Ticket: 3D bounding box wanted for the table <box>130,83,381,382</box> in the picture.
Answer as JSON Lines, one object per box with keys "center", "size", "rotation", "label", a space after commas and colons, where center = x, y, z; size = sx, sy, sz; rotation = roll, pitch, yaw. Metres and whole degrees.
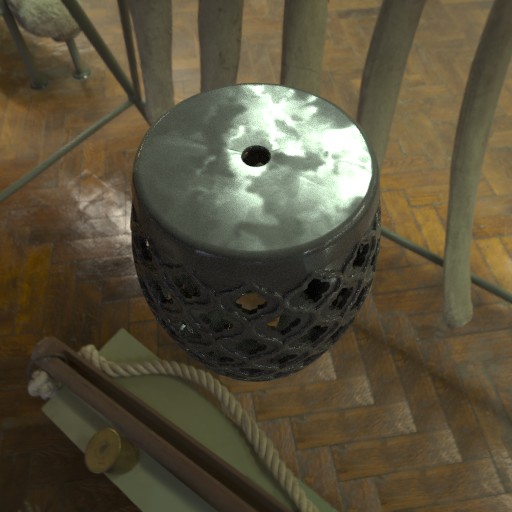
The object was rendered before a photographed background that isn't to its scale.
{"center": [0.000, 0.000, 0.631], "size": [0.325, 0.388, 0.325], "rotation": [0, 57, 0], "label": "table"}
